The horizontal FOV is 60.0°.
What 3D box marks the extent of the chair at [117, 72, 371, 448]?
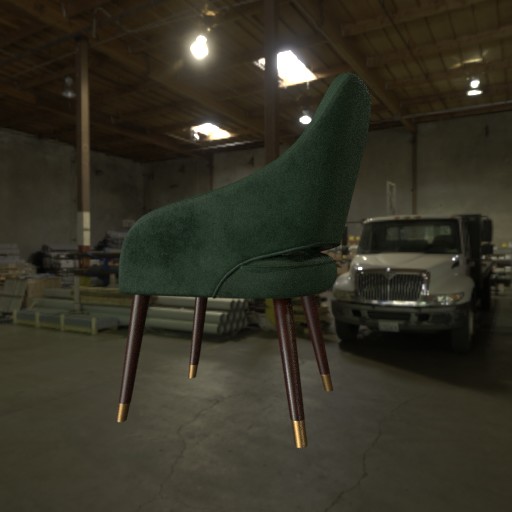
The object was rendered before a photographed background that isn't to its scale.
[{"bbox_3d":[0.000,0.000,1.588,0.794,1.081,0.683,0,1,18],"label":"chair"}]
